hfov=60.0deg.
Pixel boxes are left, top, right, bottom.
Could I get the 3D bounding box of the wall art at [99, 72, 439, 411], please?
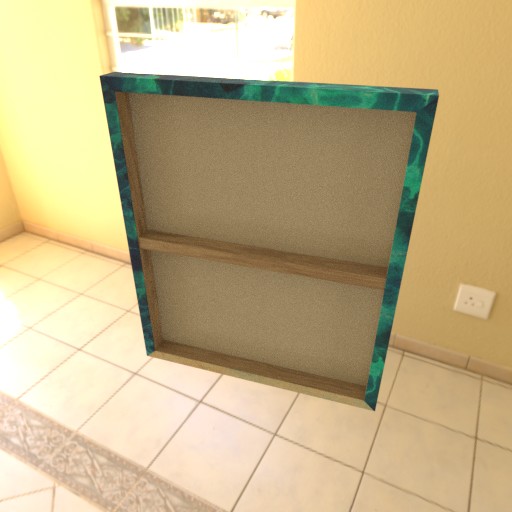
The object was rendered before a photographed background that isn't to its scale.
[{"bbox_3d":[0.000,0.000,0.686,0.432,0.508,0.038,9,32,15],"label":"wall art"}]
